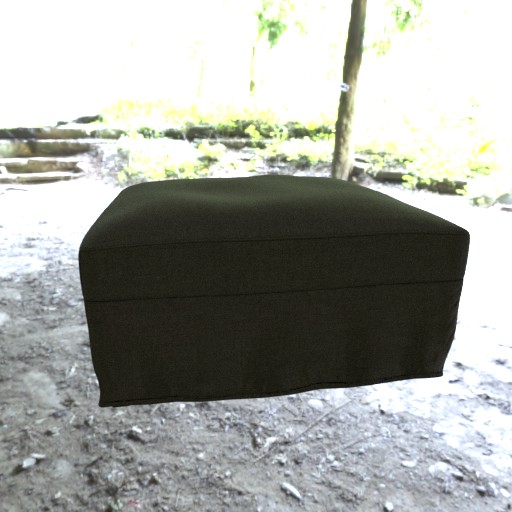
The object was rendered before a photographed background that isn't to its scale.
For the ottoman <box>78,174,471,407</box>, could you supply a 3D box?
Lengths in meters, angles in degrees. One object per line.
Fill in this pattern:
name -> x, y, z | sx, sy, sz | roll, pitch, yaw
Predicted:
ottoman -> 0.000, 0.000, 1.324 | 0.843, 0.436, 0.840 | -3, 17, -9
